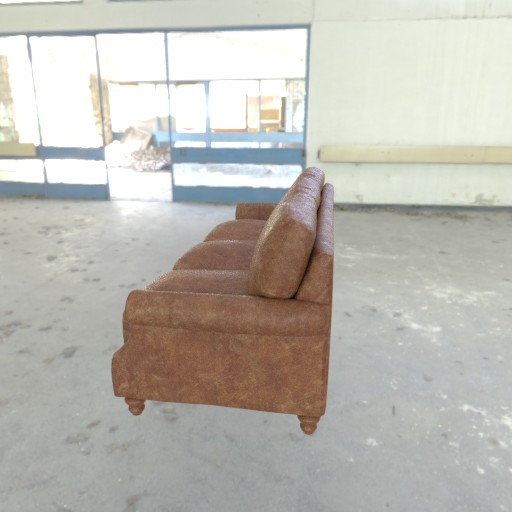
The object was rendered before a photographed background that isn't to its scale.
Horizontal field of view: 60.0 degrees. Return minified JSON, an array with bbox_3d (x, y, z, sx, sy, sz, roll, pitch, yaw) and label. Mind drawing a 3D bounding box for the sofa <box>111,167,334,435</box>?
[{"bbox_3d":[0.000,0.000,2.859,0.973,0.977,2.351,3,17,9],"label":"sofa"}]
